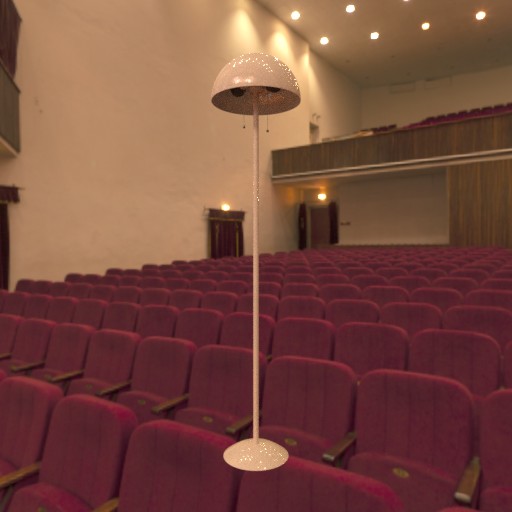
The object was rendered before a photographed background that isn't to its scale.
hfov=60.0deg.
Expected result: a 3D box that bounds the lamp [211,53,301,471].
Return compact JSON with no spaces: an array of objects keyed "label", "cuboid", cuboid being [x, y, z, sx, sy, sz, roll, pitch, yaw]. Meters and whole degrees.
[{"label":"lamp","cuboid":[0.000,0.000,1.638,0.328,1.480,0.328,1,1,35]}]
